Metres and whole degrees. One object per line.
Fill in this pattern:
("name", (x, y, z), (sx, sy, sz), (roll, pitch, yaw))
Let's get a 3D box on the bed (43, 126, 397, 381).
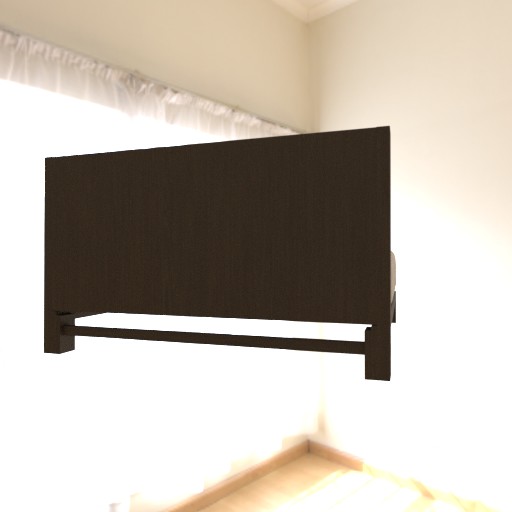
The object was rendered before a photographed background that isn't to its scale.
("bed", (0.000, 0.000, 3.576), (2.143, 1.261, 2.238), (0, -1, 18))
